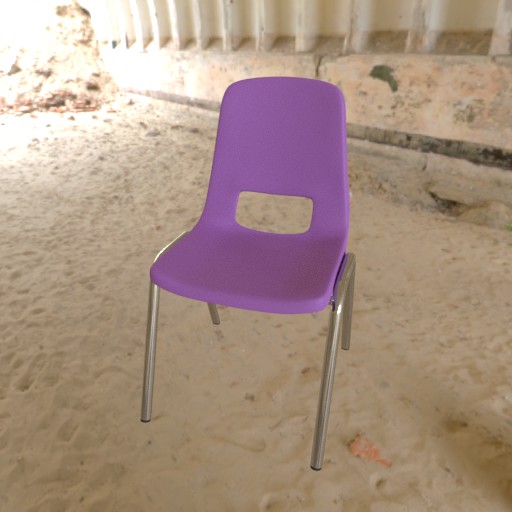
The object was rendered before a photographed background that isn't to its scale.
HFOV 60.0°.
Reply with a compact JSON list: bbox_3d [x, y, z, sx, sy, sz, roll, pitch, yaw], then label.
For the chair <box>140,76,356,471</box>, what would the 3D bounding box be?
[{"bbox_3d":[0.000,0.000,0.680,0.291,0.493,0.301,8,27,17],"label":"chair"}]
